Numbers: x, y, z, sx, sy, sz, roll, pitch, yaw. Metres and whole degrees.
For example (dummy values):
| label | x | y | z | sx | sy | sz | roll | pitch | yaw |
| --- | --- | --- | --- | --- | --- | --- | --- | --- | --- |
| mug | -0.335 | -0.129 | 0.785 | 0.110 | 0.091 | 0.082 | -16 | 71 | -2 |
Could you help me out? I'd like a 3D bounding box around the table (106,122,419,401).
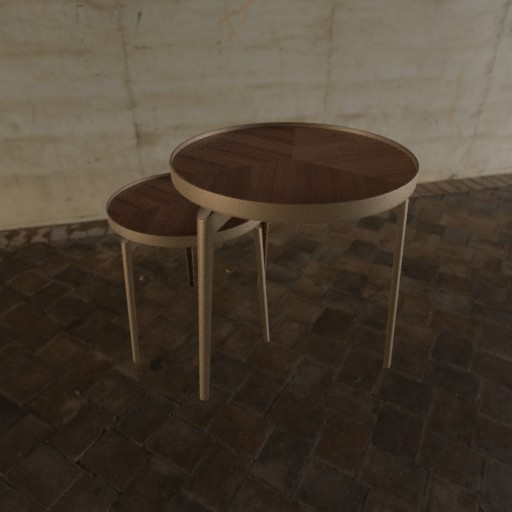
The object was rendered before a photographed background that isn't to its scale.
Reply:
| label | x | y | z | sx | sy | sz | roll | pitch | yaw |
| --- | --- | --- | --- | --- | --- | --- | --- | --- | --- |
| table | 0.000 | 0.000 | 1.136 | 0.751 | 0.555 | 0.532 | 9 | 33 | 15 |
